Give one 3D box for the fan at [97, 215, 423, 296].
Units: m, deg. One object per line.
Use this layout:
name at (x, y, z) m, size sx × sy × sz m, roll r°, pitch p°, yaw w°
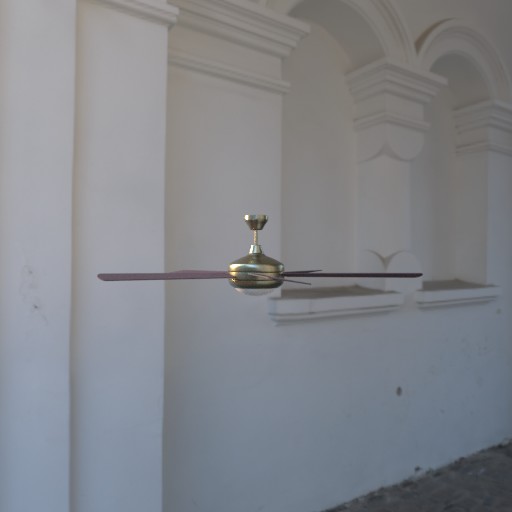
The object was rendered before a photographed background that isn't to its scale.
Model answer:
fan at (0.000, 0.000, 1.966) m, size 1.321 × 0.356 × 1.321 m, roll 0°, pitch -1°, yaw -18°
